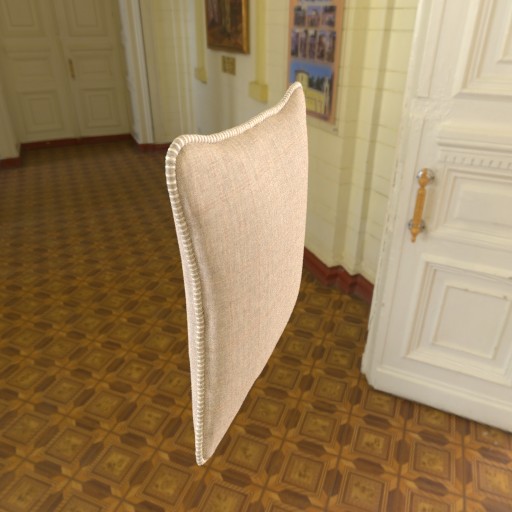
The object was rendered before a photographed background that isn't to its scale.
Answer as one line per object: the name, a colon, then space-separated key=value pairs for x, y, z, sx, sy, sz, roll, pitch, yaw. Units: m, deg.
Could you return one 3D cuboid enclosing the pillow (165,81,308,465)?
pillow: x=0.000 y=0.000 z=0.736 sx=0.124 sy=0.494 sz=0.485 roll=10 pitch=31 yaw=18
